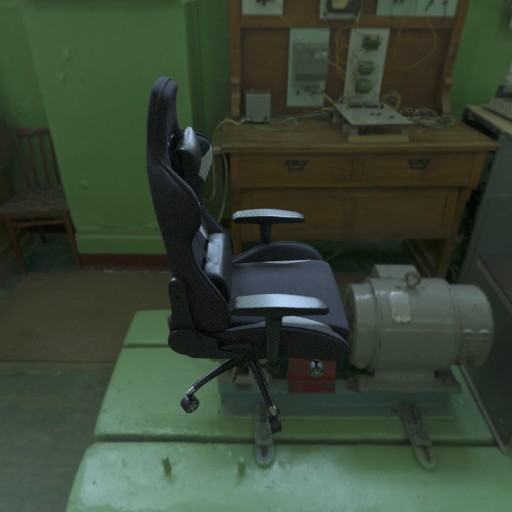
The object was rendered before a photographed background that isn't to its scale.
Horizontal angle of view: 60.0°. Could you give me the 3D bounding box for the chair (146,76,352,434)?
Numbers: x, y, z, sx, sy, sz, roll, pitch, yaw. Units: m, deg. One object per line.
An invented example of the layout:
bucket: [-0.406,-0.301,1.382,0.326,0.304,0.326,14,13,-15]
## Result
chair: [0.000,0.000,1.721,0.695,1.300,0.730,-1,31,-1]
